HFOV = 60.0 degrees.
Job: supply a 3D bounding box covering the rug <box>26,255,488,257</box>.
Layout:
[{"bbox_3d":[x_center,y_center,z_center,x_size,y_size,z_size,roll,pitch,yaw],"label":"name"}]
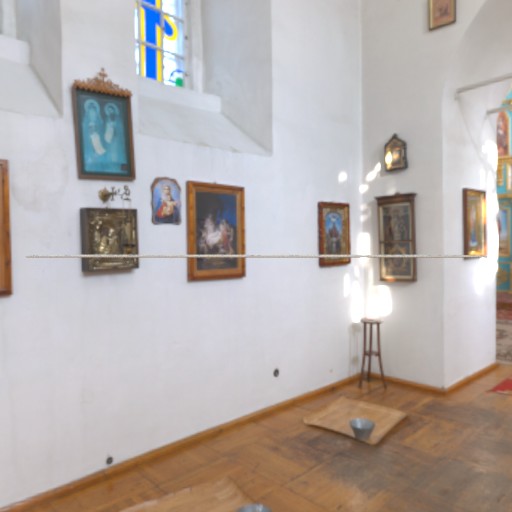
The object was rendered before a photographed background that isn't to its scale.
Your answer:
[{"bbox_3d":[0.000,0.000,2.434,2.196,0.011,0.662,0,0,1],"label":"rug"}]
